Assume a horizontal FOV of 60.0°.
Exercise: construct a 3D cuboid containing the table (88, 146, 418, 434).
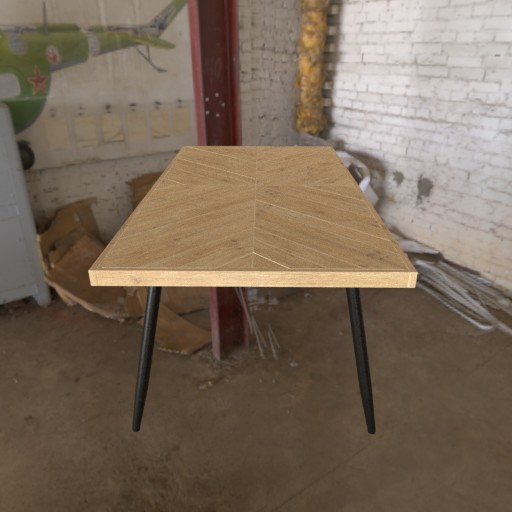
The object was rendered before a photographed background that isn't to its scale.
[{"bbox_3d":[0.000,0.000,2.311,0.991,0.762,1.803,0,26,1],"label":"table"}]
